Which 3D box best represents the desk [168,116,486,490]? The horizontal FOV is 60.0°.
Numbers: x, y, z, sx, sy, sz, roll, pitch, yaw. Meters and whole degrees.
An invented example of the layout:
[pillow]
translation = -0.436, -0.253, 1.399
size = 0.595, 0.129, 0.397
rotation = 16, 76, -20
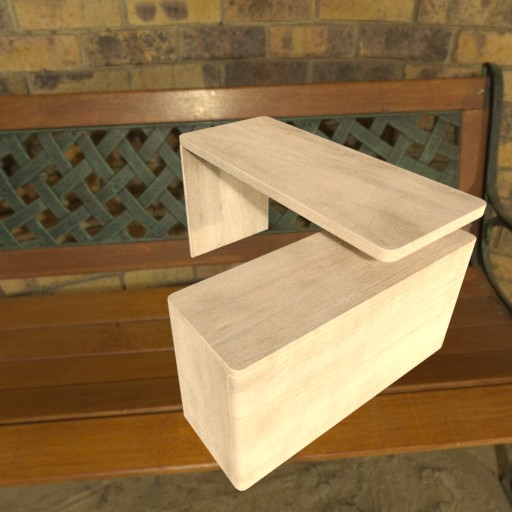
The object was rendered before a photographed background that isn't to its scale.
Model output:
[desk]
translation = 0.000, 0.000, 2.063
size = 1.175, 0.770, 1.400
rotation = -22, 40, -30
